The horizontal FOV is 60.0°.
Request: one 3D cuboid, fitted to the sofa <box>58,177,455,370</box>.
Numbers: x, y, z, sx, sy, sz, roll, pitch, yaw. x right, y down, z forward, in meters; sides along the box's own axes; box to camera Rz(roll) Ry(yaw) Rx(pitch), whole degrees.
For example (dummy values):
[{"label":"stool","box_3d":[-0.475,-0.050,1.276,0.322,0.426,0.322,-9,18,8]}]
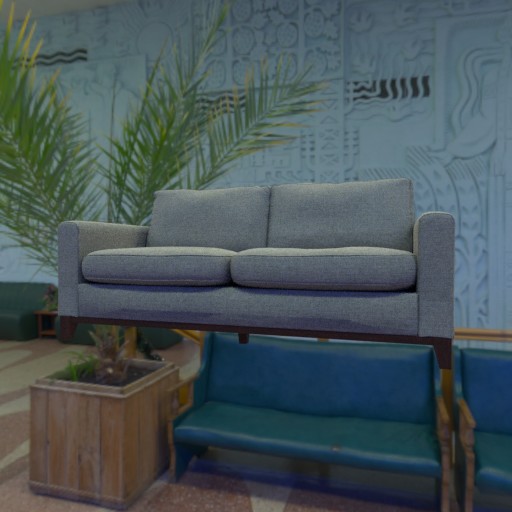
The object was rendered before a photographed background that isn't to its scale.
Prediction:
[{"label":"sofa","box_3d":[0.000,0.000,2.489,1.978,0.892,0.969,0,1,18]}]
